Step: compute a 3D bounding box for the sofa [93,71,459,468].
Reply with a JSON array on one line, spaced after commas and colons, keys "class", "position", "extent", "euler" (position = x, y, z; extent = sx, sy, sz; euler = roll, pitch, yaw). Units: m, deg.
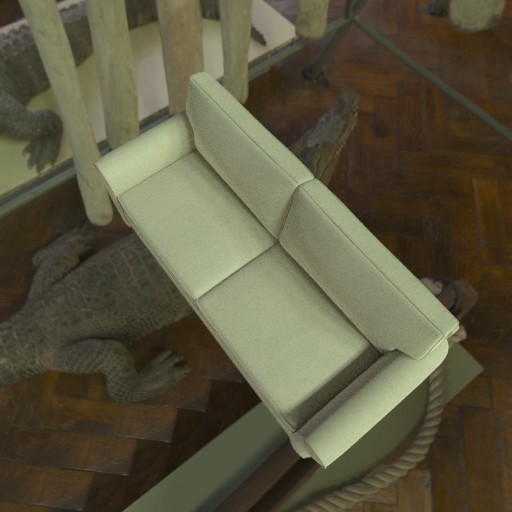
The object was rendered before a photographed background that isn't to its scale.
[{"class": "sofa", "position": [0.000, 0.000, 2.566], "extent": [0.901, 0.962, 2.146], "euler": [-35, 69, -15]}]
